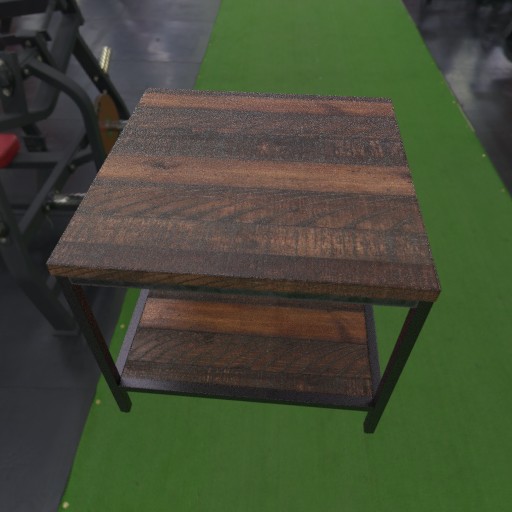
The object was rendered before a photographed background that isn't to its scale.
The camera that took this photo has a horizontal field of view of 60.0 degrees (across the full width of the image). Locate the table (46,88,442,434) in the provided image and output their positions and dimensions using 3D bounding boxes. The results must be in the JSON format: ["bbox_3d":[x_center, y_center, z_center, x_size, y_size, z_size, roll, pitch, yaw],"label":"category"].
[{"bbox_3d":[0.000,0.000,0.973,0.548,0.482,0.553,4,46,4],"label":"table"}]
